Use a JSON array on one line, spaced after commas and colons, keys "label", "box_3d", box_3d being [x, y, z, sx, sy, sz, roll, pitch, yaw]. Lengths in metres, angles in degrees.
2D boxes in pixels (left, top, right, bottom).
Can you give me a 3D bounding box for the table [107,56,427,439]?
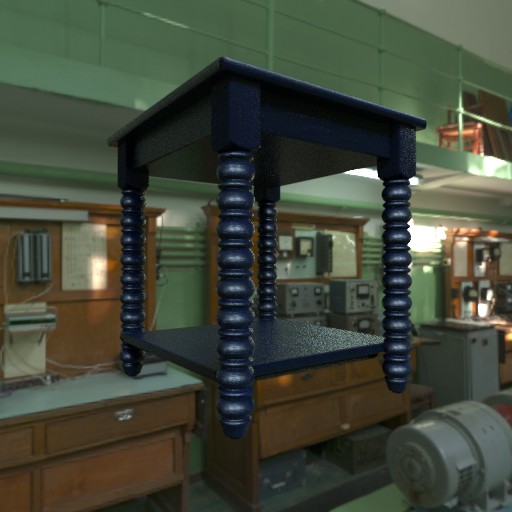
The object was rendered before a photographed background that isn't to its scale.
[{"label": "table", "box_3d": [0.000, 0.000, 0.989, 0.500, 0.567, 0.533, 0, -1, -36]}]
